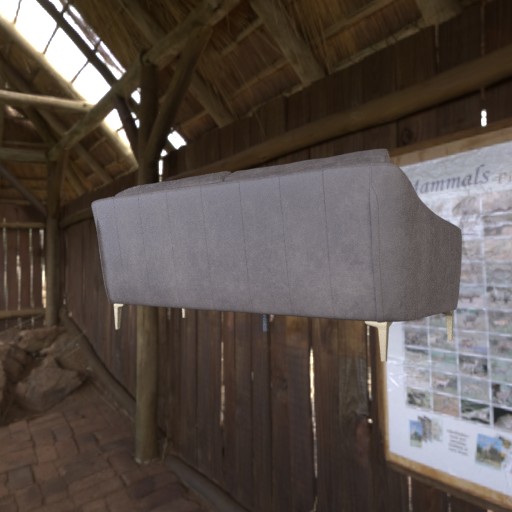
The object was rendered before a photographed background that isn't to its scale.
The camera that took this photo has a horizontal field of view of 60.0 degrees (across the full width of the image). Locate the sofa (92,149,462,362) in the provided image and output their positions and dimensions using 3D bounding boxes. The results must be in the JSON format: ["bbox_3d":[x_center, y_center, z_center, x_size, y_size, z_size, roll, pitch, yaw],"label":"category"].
[{"bbox_3d":[0.000,0.000,2.551,2.036,0.902,0.960,-1,-2,34],"label":"sofa"}]
